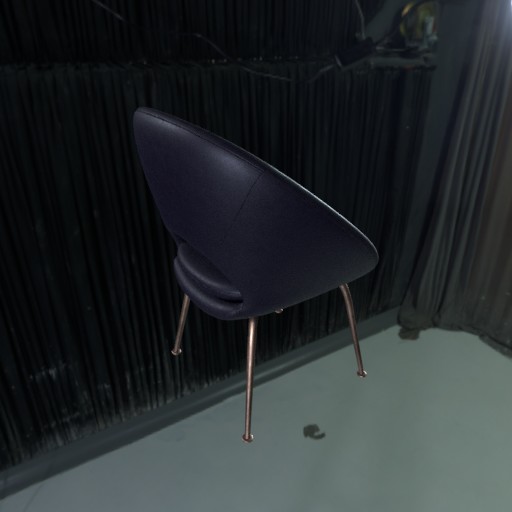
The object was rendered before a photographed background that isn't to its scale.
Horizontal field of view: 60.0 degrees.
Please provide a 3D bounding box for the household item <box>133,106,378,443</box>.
[{"bbox_3d":[0.000,0.000,1.273,0.573,0.852,0.623,-18,32,-30],"label":"household item"}]
